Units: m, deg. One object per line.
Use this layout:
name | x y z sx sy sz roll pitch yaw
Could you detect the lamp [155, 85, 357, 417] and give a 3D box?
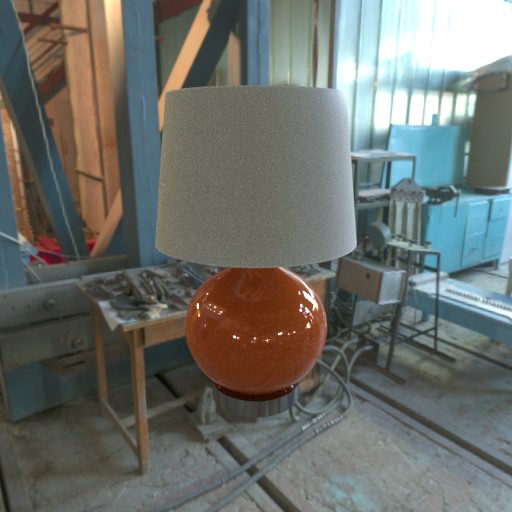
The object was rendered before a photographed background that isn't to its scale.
lamp | 0.000 0.000 0.561 0.247 0.387 0.247 0 16 0
